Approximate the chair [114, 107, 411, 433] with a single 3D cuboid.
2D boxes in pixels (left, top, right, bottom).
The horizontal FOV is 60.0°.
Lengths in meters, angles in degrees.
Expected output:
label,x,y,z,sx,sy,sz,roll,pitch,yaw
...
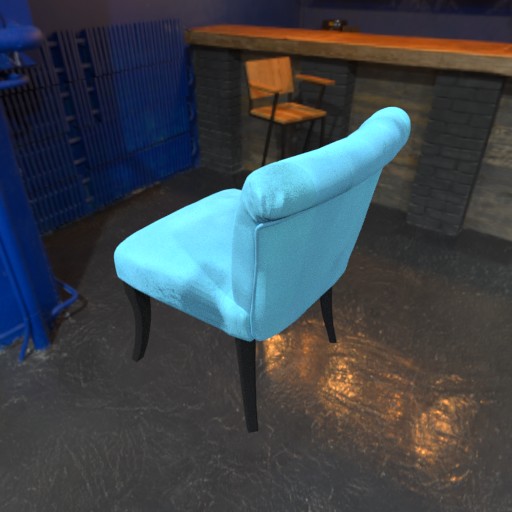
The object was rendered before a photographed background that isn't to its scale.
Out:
label,x,y,z,sx,sy,sz,roll,pitch,yaw
chair,0.000,0.000,1.199,0.605,0.750,0.582,22,38,31
